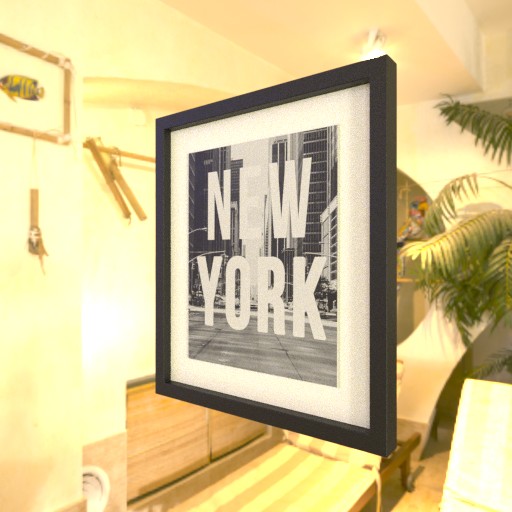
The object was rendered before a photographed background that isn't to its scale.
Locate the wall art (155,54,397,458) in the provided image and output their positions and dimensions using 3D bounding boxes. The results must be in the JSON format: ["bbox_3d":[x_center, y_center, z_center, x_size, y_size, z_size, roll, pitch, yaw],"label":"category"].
[{"bbox_3d":[0.000,0.000,0.526,0.328,0.381,0.028,0,0,37],"label":"wall art"}]
